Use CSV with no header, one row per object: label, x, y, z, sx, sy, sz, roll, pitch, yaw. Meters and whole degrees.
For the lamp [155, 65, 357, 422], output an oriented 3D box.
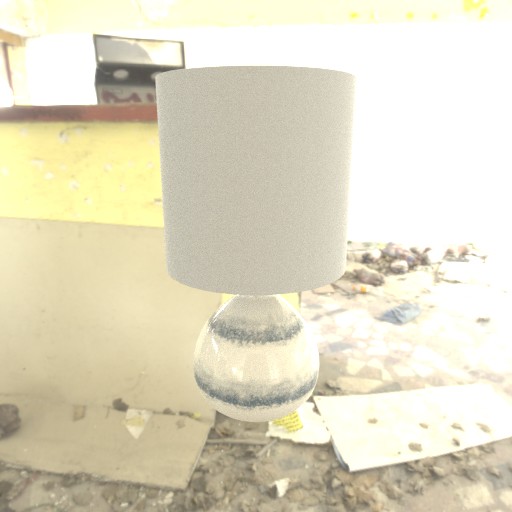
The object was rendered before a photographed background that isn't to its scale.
lamp,0.000,0.000,0.542,0.216,0.404,0.216,8,18,26
